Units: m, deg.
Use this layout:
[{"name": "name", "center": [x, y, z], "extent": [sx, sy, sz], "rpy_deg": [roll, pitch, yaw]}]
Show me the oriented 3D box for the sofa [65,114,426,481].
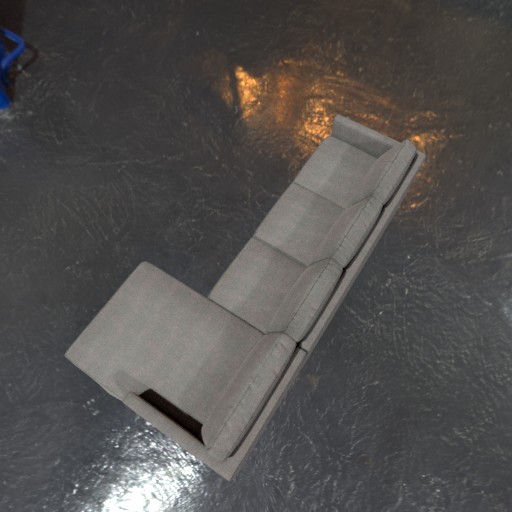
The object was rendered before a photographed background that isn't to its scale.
[{"name": "sofa", "center": [0.000, 0.000, 3.886], "extent": [1.650, 0.922, 3.205], "rpy_deg": [30, 68, 14]}]
